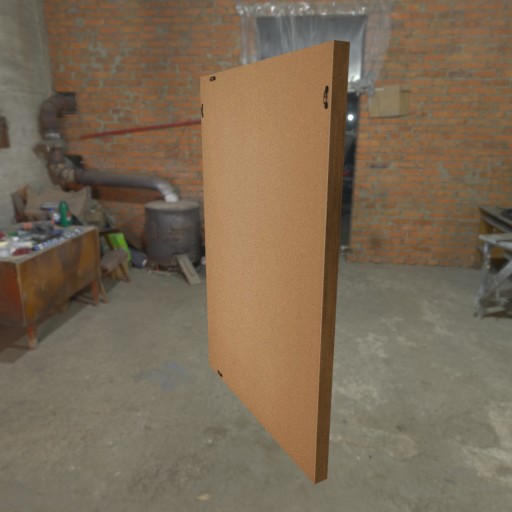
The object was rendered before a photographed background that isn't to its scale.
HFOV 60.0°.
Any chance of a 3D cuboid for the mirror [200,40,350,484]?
[{"bbox_3d":[0.000,0.000,1.139,0.041,0.915,0.609,-8,18,-27],"label":"mirror"}]
